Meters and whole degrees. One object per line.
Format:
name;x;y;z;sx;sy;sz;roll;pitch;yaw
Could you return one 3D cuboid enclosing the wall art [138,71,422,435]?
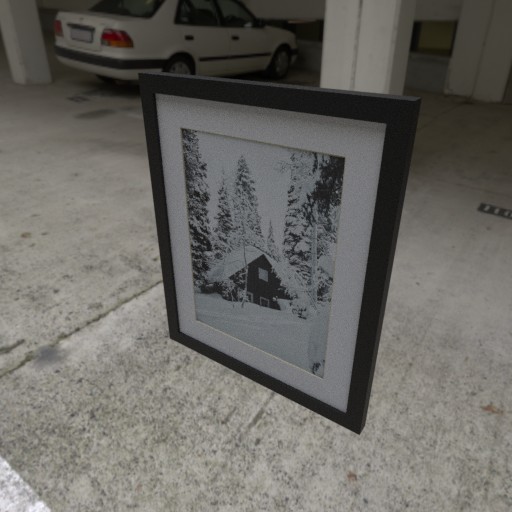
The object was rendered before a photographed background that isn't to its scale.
wall art;0.000;0.000;0.540;0.325;0.397;0.018;19;34;30
